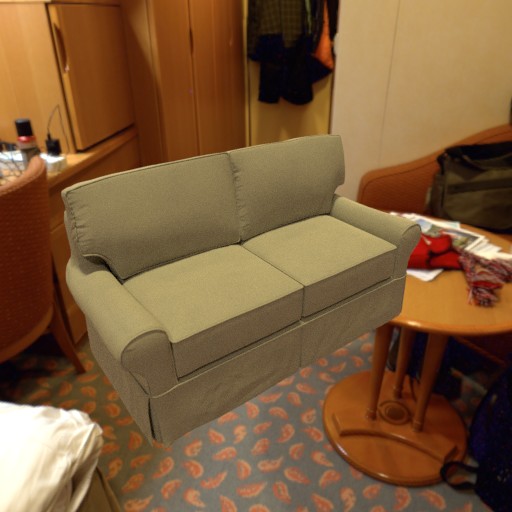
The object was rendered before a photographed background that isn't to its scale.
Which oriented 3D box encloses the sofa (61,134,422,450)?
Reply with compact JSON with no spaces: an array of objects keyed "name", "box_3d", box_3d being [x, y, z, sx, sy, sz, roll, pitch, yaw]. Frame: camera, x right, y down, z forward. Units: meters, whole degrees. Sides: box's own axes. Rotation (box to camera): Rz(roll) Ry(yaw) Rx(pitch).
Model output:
[{"name":"sofa","box_3d":[0.000,0.000,2.368,1.823,1.024,0.841,-19,34,-32]}]
